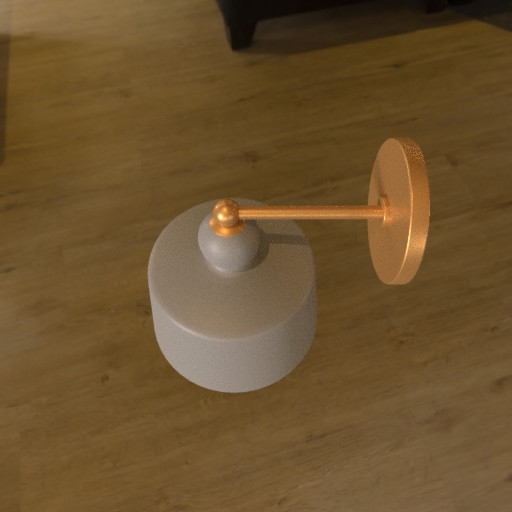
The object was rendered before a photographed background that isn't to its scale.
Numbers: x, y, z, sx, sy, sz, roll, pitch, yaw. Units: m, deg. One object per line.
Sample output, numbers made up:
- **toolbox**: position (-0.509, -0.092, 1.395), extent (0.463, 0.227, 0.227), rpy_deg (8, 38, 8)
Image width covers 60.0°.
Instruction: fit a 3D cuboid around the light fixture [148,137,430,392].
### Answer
- **light fixture**: position (0.000, 0.000, 0.446), extent (0.254, 0.268, 0.204), rpy_deg (0, 58, 0)
